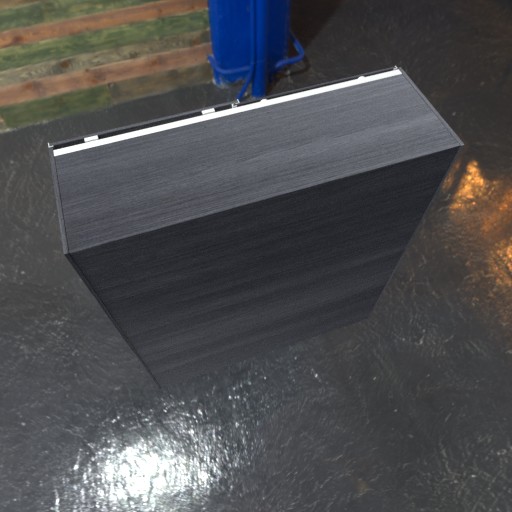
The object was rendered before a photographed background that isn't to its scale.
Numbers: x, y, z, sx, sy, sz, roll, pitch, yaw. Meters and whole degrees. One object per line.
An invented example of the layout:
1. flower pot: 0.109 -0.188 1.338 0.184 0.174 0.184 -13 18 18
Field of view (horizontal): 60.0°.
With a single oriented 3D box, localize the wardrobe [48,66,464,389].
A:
1. wardrobe: 0.000 0.000 2.839 1.780 1.960 0.629 -17 60 -10
